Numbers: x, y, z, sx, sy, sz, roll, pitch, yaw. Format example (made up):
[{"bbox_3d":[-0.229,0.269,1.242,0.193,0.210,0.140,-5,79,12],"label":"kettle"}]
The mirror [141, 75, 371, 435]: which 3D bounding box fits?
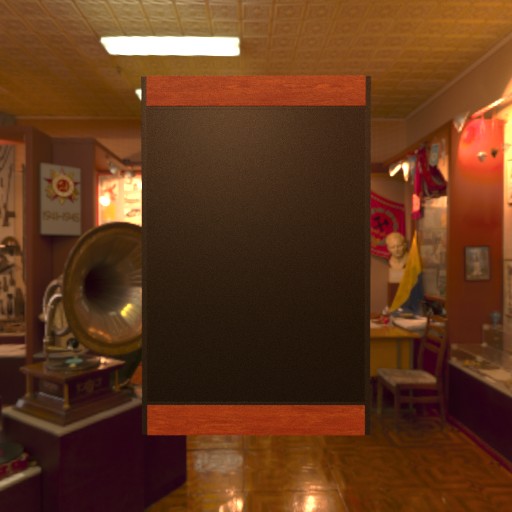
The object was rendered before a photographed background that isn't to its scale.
[{"bbox_3d":[0.000,0.000,1.037,0.525,0.823,0.047,0,1,0],"label":"mirror"}]
